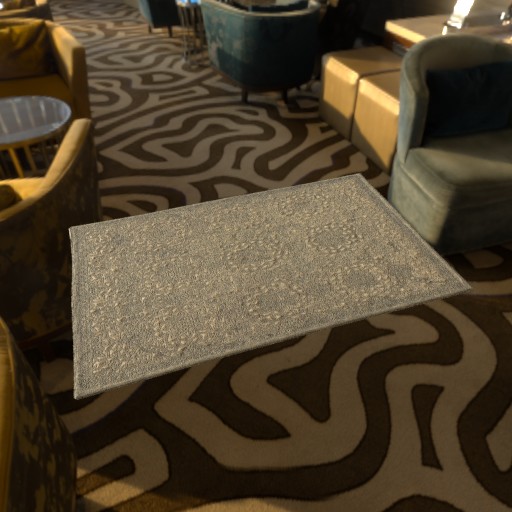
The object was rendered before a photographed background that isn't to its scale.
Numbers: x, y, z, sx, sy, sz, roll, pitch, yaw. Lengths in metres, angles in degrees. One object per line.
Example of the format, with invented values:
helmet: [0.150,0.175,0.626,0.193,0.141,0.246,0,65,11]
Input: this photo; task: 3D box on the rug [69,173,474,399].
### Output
rug: [0.000,0.000,3.134,2.498,0.022,1.535,-13,43,-14]
